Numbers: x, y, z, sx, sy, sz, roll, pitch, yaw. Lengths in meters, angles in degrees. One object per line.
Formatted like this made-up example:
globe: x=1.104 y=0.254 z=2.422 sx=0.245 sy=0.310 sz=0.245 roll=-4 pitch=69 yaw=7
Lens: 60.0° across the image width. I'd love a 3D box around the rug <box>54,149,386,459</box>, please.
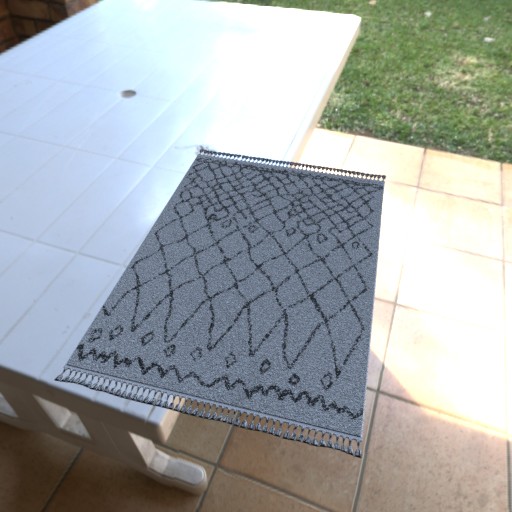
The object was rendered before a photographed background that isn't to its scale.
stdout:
rug: x=0.000 y=0.000 z=2.986 sx=1.613 sy=0.017 sz=2.312 roll=10 pitch=46 yaw=10
